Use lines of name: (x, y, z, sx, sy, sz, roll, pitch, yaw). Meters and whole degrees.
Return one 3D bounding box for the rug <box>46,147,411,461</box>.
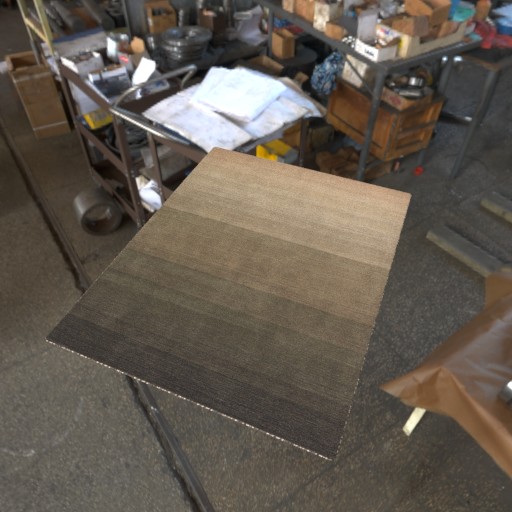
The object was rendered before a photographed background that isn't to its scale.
rug: (0.000, 0.000, 4.005, 2.306, 0.017, 2.902, 17, 49, 16)
